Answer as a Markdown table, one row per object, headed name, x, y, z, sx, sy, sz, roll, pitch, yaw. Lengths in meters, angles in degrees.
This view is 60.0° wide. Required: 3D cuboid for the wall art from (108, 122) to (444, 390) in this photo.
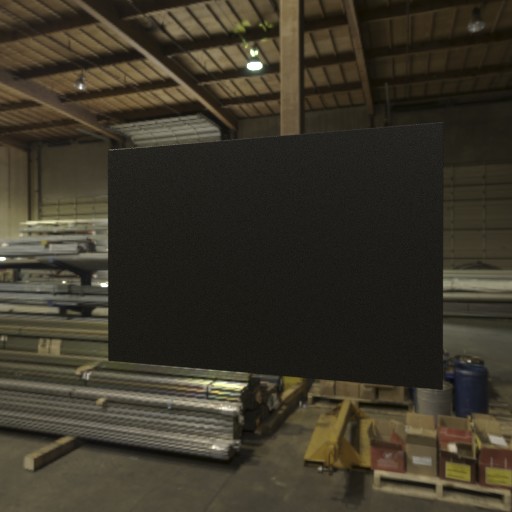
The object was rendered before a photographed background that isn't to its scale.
| name | x | y | z | sx | sy | sz | roll | pitch | yaw |
| --- | --- | --- | --- | --- | --- | --- | --- | --- | --- |
| wall art | 0.000 | 0.000 | 1.527 | 1.192 | 0.811 | 0.013 | 0 | 0 | 18 |
